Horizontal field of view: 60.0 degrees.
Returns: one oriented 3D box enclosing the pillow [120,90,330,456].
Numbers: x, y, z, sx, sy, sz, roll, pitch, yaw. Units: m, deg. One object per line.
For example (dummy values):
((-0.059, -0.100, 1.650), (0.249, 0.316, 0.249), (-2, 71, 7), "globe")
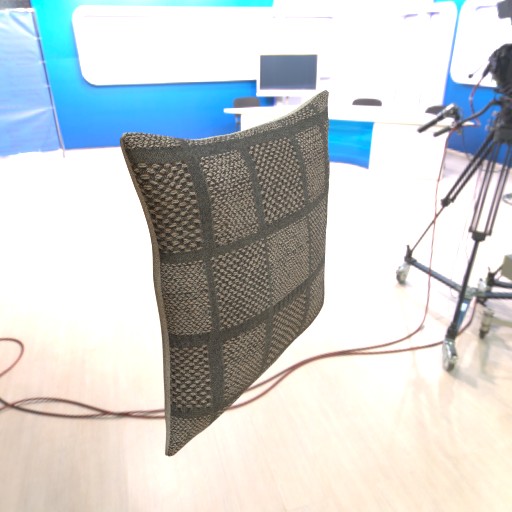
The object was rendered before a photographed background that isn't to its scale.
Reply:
((0.000, 0.000, 0.664), (0.138, 0.432, 0.435), (17, 31, 30), "pillow")
